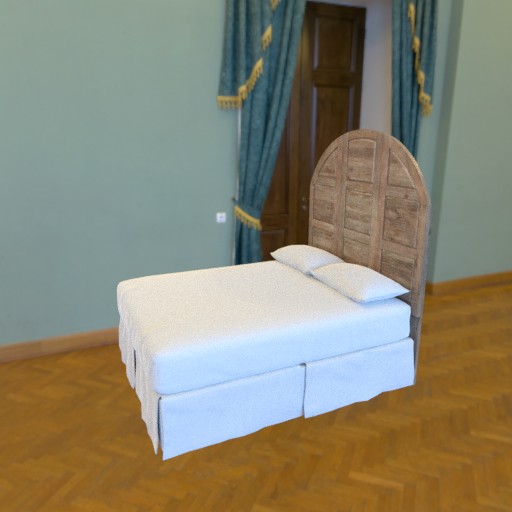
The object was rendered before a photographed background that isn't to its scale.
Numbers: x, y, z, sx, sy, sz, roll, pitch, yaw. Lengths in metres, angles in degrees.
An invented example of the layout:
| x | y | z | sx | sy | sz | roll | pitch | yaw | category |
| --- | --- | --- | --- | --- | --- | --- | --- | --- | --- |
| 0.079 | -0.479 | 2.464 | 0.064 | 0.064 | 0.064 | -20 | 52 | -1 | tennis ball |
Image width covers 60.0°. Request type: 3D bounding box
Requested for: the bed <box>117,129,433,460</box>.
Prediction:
| x | y | z | sx | sy | sz | roll | pitch | yaw | category |
| --- | --- | --- | --- | --- | --- | --- | --- | --- | --- |
| 0.000 | 0.000 | 3.604 | 2.112 | 2.002 | 1.713 | -7 | 16 | -24 | bed |
